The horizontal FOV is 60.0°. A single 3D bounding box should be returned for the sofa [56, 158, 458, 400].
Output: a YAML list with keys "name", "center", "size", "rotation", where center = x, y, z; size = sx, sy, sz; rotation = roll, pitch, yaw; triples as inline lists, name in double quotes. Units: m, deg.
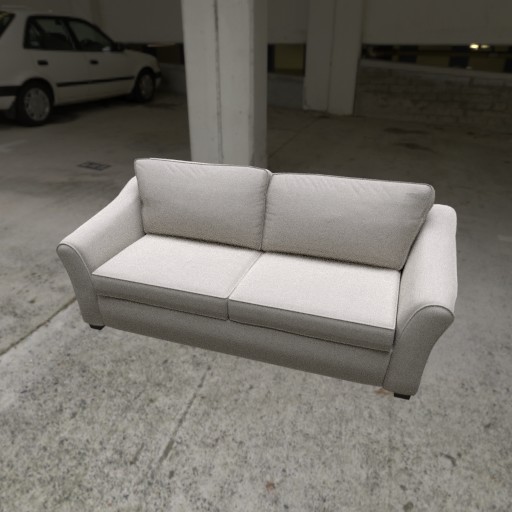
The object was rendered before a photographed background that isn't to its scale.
- name: "sofa"
  center: [0.000, 0.000, 2.752]
  size: [2.270, 0.965, 0.980]
  rotation: [9, 28, 17]
